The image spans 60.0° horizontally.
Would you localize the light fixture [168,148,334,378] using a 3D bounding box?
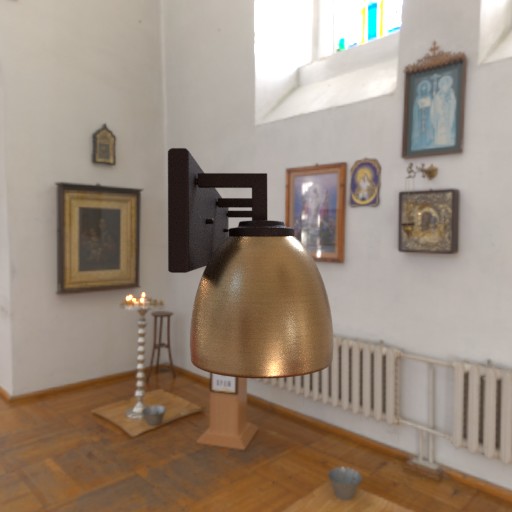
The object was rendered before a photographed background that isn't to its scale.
[{"bbox_3d":[0.000,0.000,0.670,0.157,0.204,0.582,0,1,0],"label":"light fixture"}]
